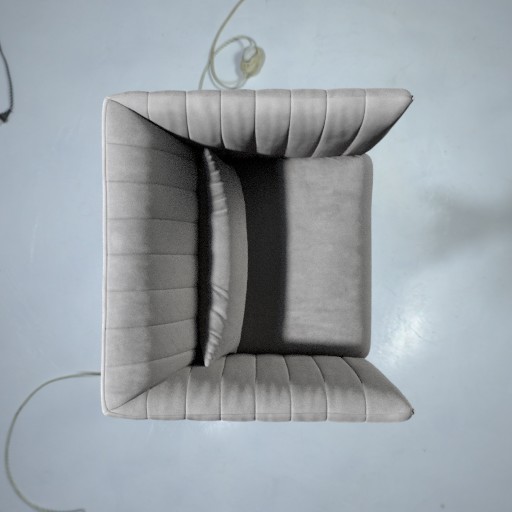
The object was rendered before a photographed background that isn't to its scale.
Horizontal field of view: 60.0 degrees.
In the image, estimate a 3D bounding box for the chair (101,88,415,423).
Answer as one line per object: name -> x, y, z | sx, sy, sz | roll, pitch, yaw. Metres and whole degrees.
chair -> 0.000, 0.000, 1.582 | 0.873, 0.779, 0.981 | 0, 89, 0
